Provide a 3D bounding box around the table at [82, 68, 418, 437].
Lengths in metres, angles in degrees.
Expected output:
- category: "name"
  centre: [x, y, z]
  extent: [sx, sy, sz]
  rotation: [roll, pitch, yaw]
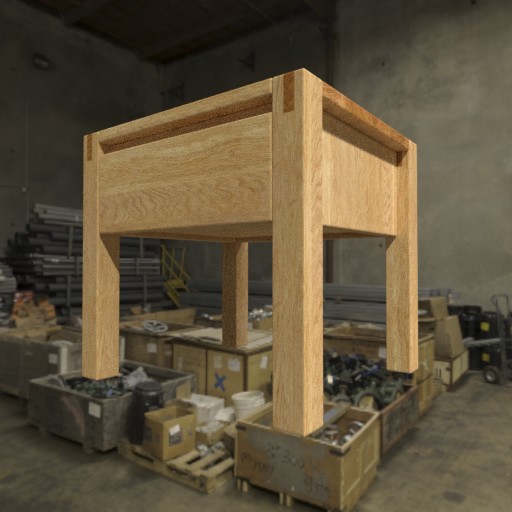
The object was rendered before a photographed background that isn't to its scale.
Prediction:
- category: "table"
  centre: [0.000, 0.000, 0.857]
  extent: [0.480, 0.450, 0.440]
  rotation: [-1, -1, 37]
